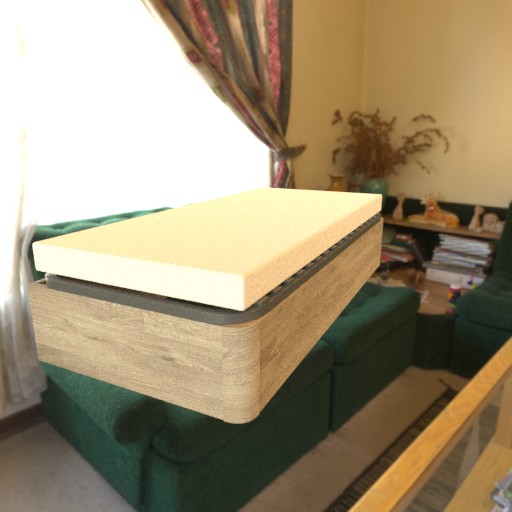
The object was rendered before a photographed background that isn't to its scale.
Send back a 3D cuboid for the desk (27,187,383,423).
[{"bbox_3d":[0.000,0.000,2.234,0.900,0.455,1.900,8,17,26],"label":"desk"}]
